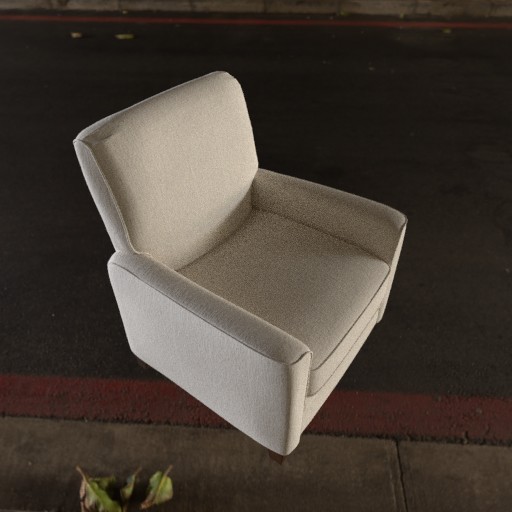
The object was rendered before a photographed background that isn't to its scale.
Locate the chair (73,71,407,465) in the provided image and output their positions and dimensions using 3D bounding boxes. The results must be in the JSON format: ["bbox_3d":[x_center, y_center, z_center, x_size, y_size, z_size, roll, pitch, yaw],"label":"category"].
[{"bbox_3d":[0.000,0.000,1.601,0.858,1.028,0.841,25,47,26],"label":"chair"}]
